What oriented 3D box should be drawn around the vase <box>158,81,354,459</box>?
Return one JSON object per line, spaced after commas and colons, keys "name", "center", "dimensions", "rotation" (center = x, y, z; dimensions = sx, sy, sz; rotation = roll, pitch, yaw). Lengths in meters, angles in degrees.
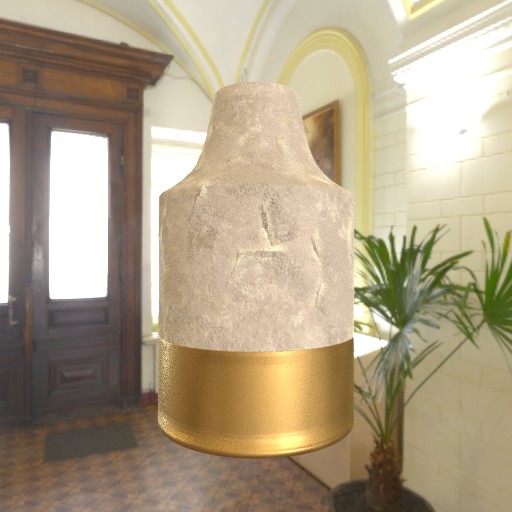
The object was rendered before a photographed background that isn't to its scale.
{"name": "vase", "center": [0.000, 0.000, 0.425], "dimensions": [0.184, 0.305, 0.184], "rotation": [0, 0, 0]}
